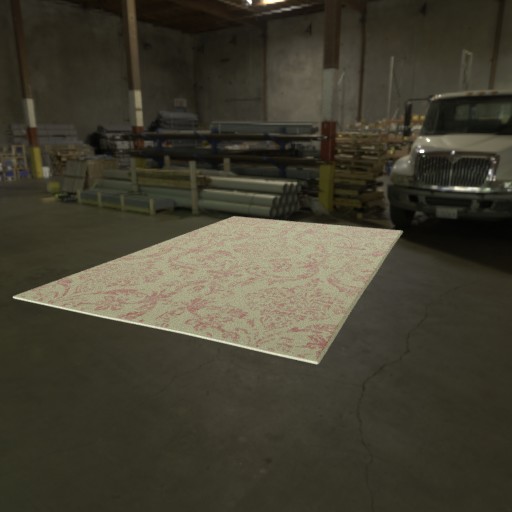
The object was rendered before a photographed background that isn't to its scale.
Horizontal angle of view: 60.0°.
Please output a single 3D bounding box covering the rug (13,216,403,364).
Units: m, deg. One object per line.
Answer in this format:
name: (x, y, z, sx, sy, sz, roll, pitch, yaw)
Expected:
rug: (0.000, 0.000, 2.262, 1.219, 0.012, 1.839, 7, 17, 24)
